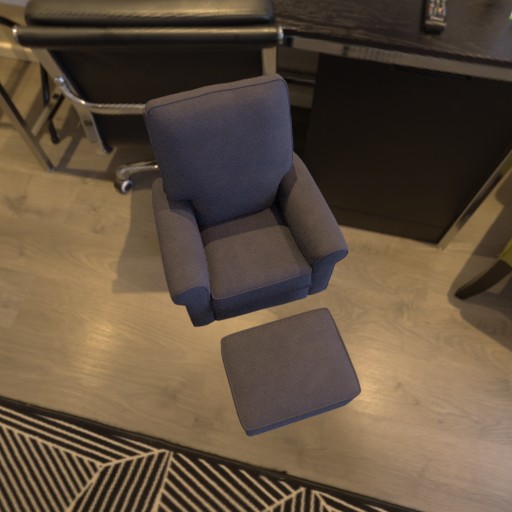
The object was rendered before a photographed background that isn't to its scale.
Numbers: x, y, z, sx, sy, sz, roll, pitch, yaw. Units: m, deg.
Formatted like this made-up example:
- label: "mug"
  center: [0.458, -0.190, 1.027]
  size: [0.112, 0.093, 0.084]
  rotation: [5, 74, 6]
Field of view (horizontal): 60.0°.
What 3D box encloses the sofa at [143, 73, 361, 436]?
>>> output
- label: "sofa"
  center: [0.000, 0.000, 2.129]
  size: [0.880, 0.959, 1.478]
  rotation: [-15, 64, -8]
